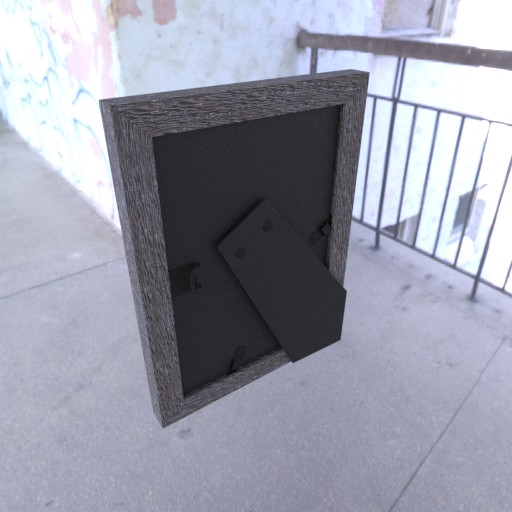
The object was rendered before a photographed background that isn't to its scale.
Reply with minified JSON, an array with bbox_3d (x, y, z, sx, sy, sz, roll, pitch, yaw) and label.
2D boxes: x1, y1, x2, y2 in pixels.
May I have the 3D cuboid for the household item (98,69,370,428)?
[{"bbox_3d":[0.000,0.000,0.287,0.160,0.210,0.020,-20,36,-29],"label":"household item"}]
